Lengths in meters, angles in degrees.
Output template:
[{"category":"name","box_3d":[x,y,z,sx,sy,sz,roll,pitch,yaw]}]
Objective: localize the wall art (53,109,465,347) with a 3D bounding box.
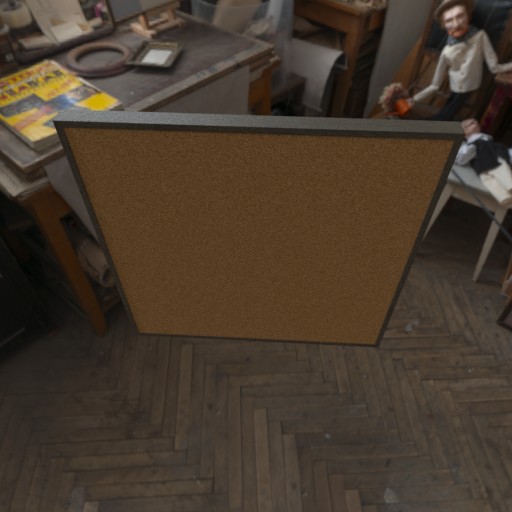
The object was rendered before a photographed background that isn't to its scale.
[{"category":"wall art","box_3d":[0.000,0.000,1.109,0.758,0.758,0.039,2,49,2]}]
